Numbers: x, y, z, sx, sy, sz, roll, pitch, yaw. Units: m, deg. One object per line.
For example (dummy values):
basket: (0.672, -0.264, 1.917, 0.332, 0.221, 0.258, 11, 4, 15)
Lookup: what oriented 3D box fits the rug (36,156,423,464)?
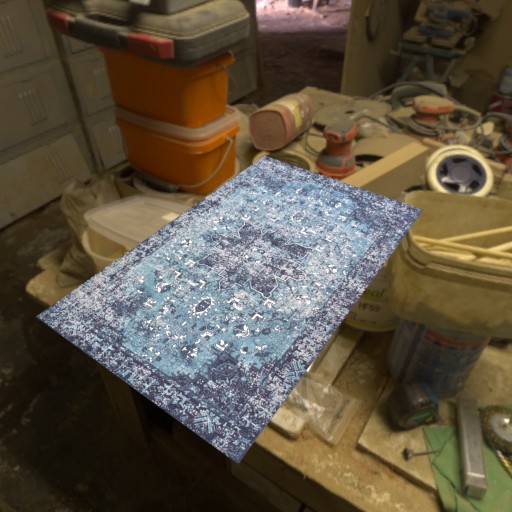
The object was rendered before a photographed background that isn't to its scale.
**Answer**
rug: (0.000, 0.000, 3.086, 1.525, 0.007, 2.440, 25, 47, 26)
